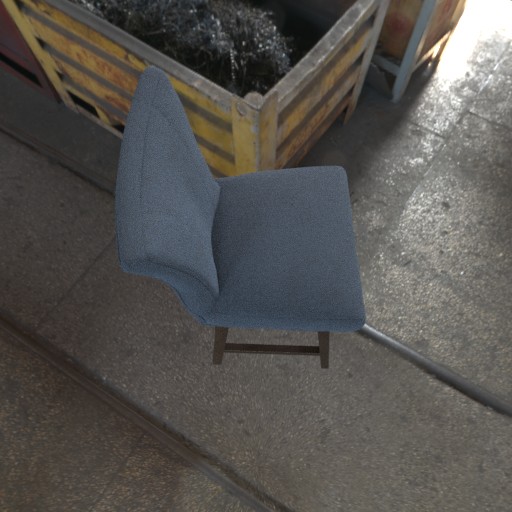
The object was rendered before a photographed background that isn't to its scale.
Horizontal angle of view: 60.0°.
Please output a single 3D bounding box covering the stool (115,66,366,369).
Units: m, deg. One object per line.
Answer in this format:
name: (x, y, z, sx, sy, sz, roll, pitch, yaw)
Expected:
stool: (0.000, 0.000, 1.346, 0.574, 1.000, 0.514, -1, 65, -1)
